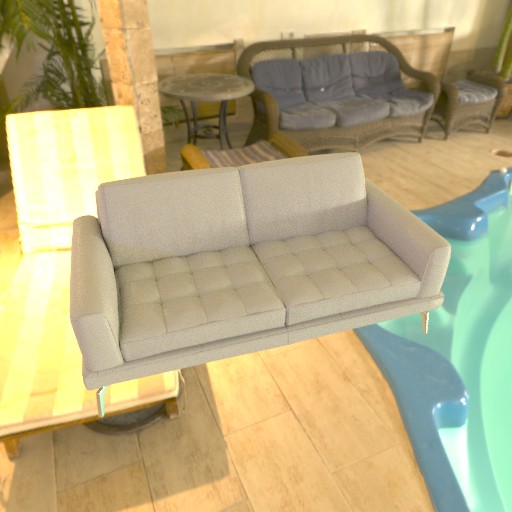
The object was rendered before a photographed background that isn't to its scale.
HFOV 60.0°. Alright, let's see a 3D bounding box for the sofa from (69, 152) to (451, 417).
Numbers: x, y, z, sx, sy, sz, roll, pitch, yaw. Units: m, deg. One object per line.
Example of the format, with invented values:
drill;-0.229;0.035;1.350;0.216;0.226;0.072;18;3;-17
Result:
sofa;0.000;0.000;2.795;2.177;0.930;1.121;-10;35;-15
